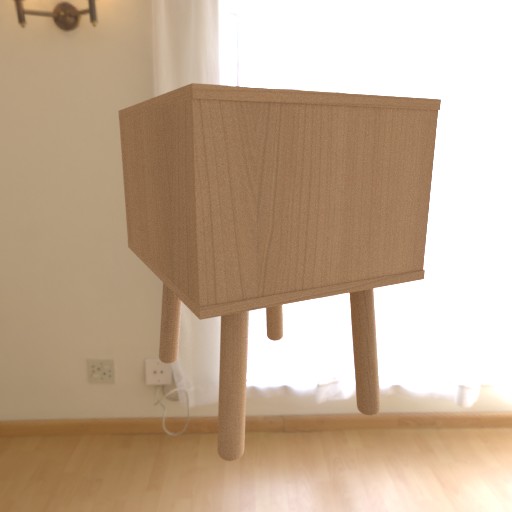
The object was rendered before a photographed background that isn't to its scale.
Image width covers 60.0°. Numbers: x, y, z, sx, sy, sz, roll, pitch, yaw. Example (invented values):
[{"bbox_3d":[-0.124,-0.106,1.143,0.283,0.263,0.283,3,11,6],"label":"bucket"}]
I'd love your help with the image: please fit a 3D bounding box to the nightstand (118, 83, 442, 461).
[{"bbox_3d":[0.000,0.000,0.823,0.380,0.530,0.450,-7,16,-26],"label":"nightstand"}]
